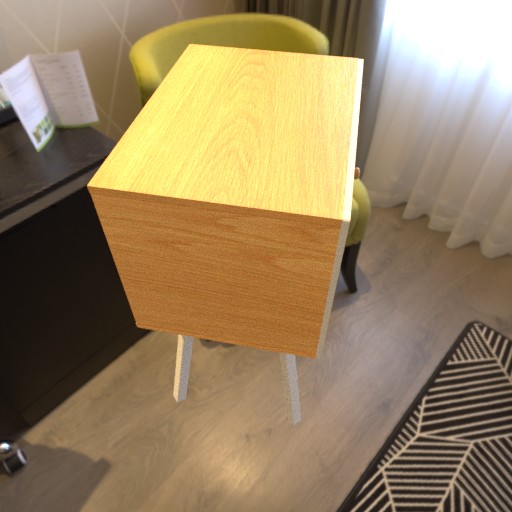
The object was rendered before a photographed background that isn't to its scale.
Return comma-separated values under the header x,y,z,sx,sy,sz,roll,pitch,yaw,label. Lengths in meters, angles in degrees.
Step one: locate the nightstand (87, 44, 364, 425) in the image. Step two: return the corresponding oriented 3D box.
x,y,z,sx,sy,sz,roll,pitch,yaw,label
0.000,0.000,0.843,0.316,0.601,0.400,8,48,8,nightstand
